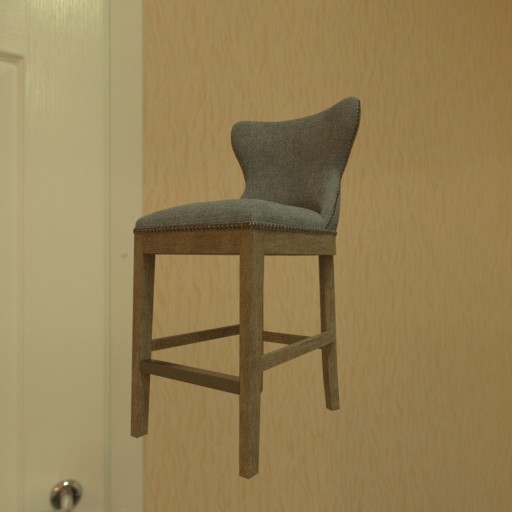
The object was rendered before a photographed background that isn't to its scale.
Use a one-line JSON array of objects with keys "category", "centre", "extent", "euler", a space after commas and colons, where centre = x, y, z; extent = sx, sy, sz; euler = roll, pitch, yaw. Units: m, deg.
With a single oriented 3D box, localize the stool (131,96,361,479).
[{"category": "stool", "centre": [0.000, 0.000, 1.329], "extent": [0.498, 0.981, 0.608], "euler": [0, 0, 36]}]
